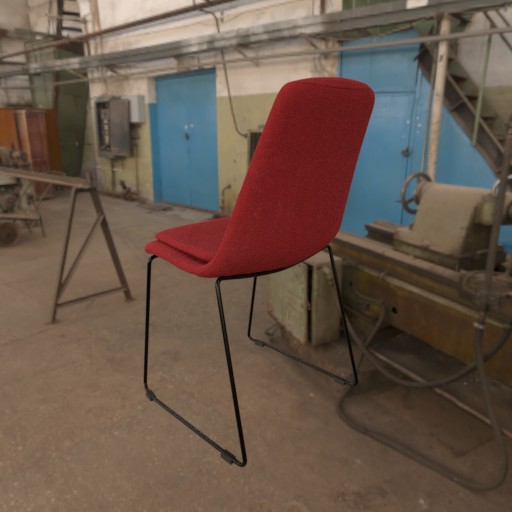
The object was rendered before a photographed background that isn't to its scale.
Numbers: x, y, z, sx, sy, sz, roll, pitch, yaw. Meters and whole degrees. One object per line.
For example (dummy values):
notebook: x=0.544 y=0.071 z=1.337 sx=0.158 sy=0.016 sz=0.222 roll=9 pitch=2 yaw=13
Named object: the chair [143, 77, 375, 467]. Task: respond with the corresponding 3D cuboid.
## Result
chair: x=0.000 y=0.000 z=1.185 sx=0.479 sy=0.858 sz=0.518 roll=-16 pitch=23 yaw=-42
